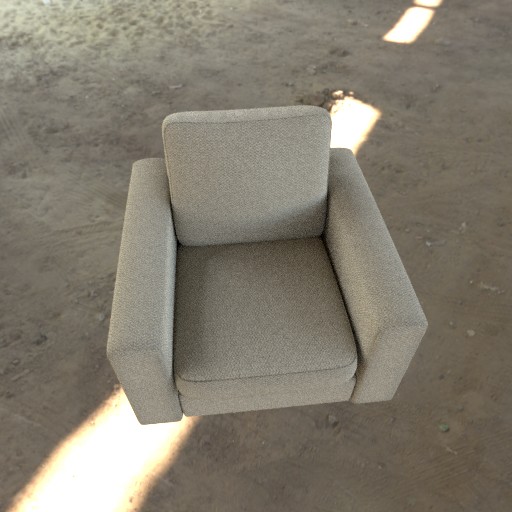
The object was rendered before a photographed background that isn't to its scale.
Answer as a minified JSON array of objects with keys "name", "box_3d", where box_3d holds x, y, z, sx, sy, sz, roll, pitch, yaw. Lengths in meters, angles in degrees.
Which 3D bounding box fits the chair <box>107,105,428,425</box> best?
[{"name":"chair","box_3d":[0.000,0.000,1.751,1.005,0.873,1.016,-4,47,-4]}]
